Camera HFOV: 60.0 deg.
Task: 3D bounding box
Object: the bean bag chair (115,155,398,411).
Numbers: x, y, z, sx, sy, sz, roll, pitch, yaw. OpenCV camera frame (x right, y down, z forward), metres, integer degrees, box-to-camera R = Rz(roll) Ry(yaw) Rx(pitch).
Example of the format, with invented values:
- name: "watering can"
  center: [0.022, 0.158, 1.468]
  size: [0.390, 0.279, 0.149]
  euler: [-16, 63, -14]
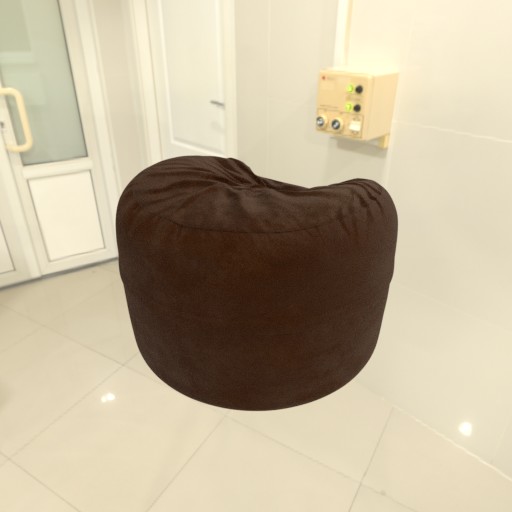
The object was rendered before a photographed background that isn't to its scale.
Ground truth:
- name: "bean bag chair"
  center: [0.000, 0.000, 1.545]
  size: [0.918, 0.616, 0.918]
  euler: [0, 29, 0]
